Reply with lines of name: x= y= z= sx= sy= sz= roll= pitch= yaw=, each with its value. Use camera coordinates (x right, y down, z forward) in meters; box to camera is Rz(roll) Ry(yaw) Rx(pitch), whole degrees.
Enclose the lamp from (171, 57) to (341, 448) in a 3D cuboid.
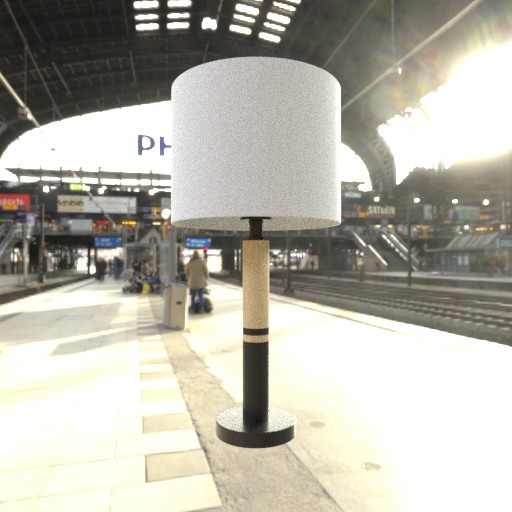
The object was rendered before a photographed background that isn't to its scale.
lamp: x=0.000 y=0.000 z=0.809 sx=0.305 sy=0.640 sz=0.305 roll=0 pitch=-1 yaw=-17
